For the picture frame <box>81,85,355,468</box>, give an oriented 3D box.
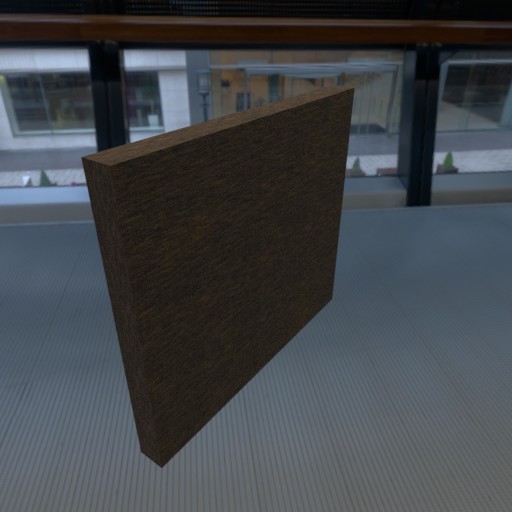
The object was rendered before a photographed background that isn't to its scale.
[{"bbox_3d":[0.000,0.000,0.525,0.033,0.330,0.378,20,36,31],"label":"picture frame"}]
